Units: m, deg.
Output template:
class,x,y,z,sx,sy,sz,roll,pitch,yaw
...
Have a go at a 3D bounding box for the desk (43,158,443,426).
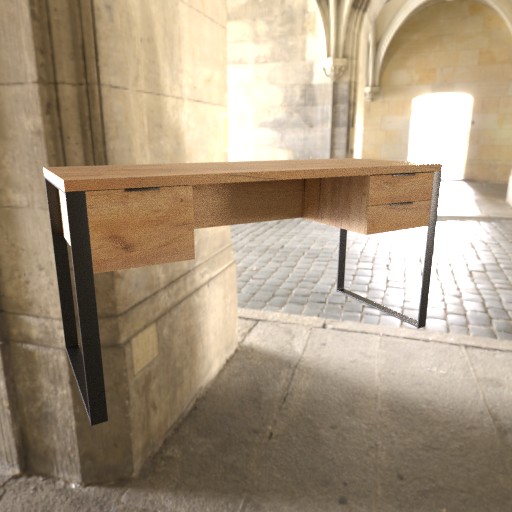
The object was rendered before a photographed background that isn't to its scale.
class,x,y,z,sx,sy,sz,roll,pitch,yaw
desk,0.000,0.000,1.895,1.520,0.760,0.600,-8,17,-28
